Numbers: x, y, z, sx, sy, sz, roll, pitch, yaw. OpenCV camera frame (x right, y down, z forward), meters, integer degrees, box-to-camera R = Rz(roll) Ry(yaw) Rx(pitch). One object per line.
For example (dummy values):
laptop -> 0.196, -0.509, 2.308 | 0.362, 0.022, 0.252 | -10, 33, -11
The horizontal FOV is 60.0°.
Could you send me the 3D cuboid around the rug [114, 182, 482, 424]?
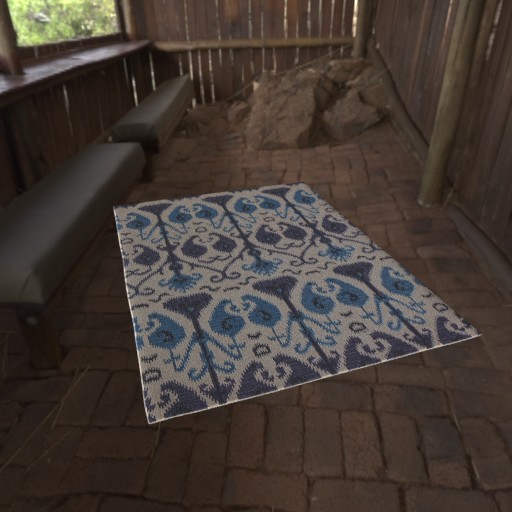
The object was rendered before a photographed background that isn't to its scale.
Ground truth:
rug -> 0.000, 0.000, 4.242 | 2.443, 0.024, 3.228 | -10, 32, -16
